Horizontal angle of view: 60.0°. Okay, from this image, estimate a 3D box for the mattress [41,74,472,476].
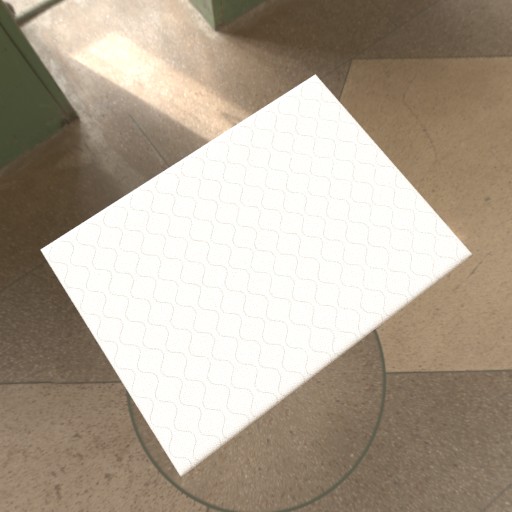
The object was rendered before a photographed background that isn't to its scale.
[{"bbox_3d":[0.000,0.000,2.490,1.900,0.200,1.400,-35,78,-8],"label":"mattress"}]
